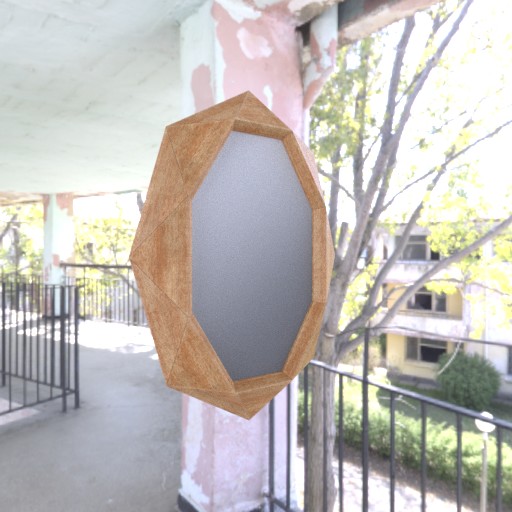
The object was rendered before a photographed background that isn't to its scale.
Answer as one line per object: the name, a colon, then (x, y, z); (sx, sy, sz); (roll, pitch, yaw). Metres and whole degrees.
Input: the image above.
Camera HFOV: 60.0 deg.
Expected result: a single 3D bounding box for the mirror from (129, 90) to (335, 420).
mirror: (0.000, 0.000, 1.018); (0.577, 0.774, 0.070); (0, 1, -36)
